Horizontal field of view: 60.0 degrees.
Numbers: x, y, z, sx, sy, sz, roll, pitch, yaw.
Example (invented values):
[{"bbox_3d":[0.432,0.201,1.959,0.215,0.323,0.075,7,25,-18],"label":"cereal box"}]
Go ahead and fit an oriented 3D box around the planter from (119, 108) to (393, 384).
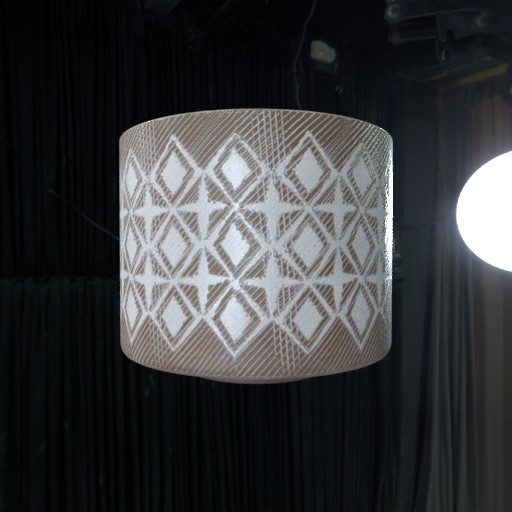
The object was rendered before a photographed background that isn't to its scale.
[{"bbox_3d":[0.000,0.000,0.216,0.126,0.104,0.126,0,1,0],"label":"planter"}]
